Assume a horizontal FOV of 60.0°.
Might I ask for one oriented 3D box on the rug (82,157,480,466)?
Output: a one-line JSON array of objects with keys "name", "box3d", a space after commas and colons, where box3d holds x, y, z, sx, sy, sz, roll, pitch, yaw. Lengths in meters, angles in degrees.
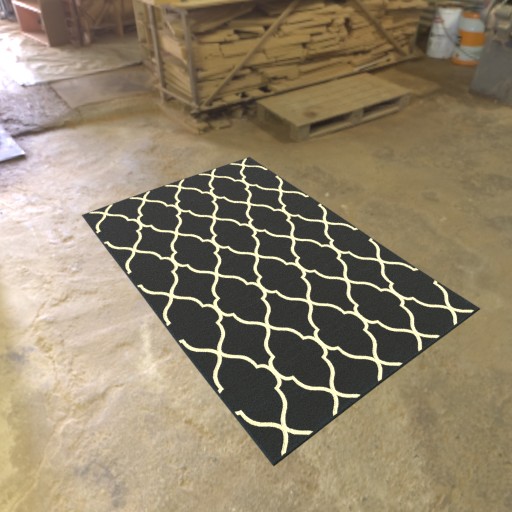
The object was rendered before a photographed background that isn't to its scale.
[{"name": "rug", "box3d": [0.000, 0.000, 2.910, 1.528, 0.014, 2.294, -26, 46, -27]}]
